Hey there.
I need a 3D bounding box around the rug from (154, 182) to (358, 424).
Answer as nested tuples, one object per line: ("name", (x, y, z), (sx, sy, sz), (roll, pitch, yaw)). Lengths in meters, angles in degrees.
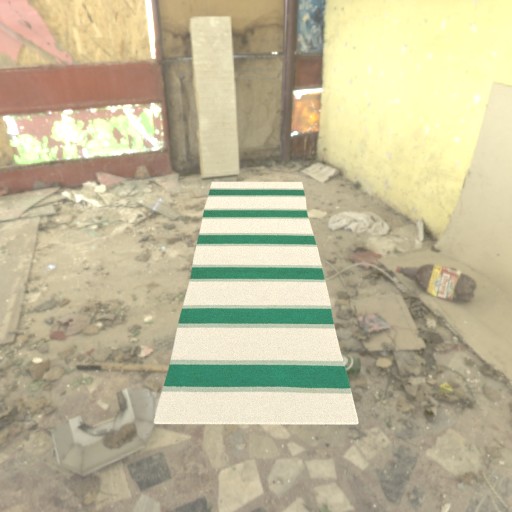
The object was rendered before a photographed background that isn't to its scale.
("rug", (0.000, 0.000, 2.694), (0.768, 0.012, 2.438), (0, 31, 0))
